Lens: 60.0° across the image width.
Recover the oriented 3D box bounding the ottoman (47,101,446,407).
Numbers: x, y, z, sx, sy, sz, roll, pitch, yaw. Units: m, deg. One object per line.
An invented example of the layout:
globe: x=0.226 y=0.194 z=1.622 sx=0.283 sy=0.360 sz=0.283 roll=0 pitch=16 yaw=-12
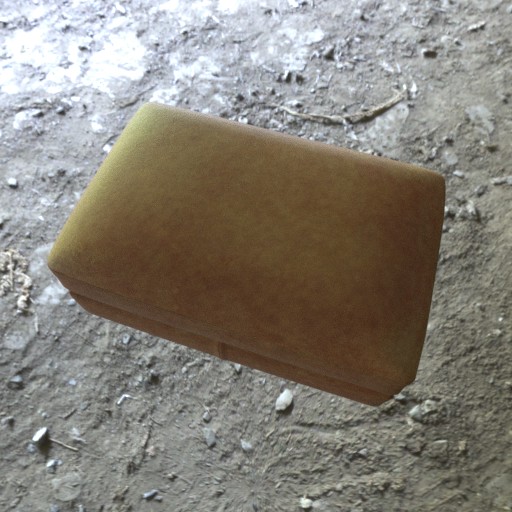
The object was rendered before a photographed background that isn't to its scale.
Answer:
ottoman: x=0.000 y=0.000 z=1.198 sx=0.852 sy=0.507 sz=0.565 roll=16 pitch=63 yaw=8
